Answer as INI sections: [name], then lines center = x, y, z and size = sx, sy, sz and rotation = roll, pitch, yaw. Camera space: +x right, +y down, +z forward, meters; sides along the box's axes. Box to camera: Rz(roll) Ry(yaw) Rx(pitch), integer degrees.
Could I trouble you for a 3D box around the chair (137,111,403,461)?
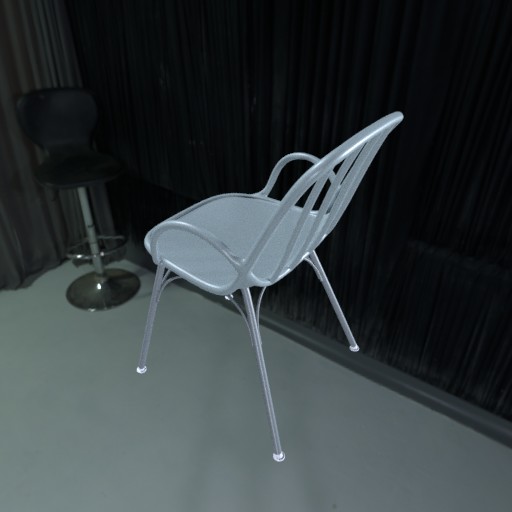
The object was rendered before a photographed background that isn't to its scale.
[chair]
center = 0.000, 0.000, 1.221
size = 0.597, 0.816, 0.549
rotation = 20, 37, 29
